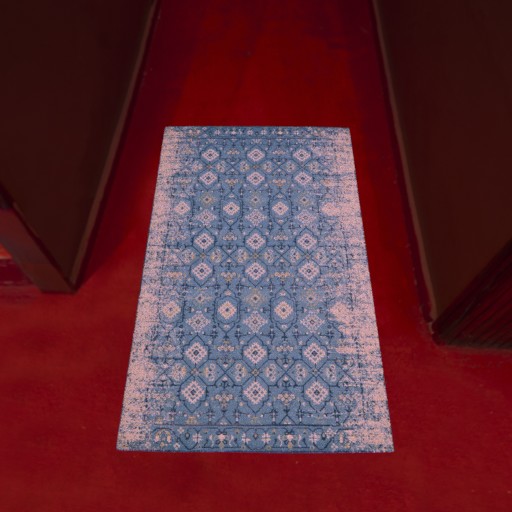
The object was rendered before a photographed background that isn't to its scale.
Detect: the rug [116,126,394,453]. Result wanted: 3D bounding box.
[{"bbox_3d":[0.000,0.000,2.198,1.102,0.008,1.795,0,60,0],"label":"rug"}]
